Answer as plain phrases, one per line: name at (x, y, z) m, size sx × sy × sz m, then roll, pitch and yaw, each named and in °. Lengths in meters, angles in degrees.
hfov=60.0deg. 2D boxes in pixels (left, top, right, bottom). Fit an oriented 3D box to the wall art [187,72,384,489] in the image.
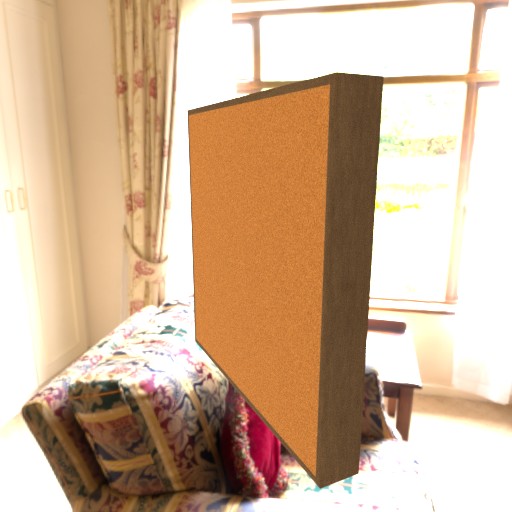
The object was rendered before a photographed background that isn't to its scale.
wall art at (0.000, 0.000, 0.448) m, size 0.038 × 0.302 × 0.303 m, roll -7°, pitch 15°, yaw -25°
